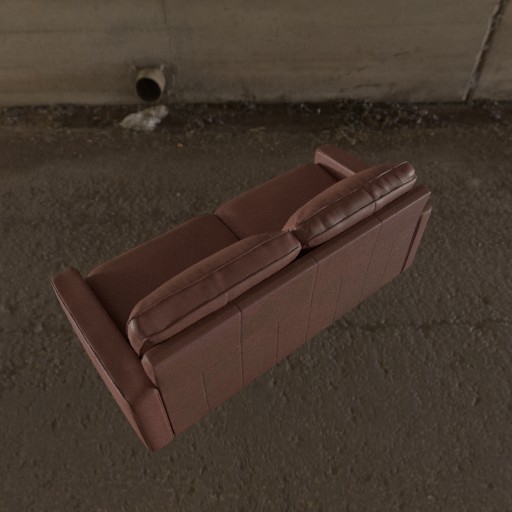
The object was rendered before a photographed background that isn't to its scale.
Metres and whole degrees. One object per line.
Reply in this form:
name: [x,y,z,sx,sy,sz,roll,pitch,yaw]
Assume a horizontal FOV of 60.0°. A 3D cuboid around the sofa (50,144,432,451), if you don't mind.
sofa: [0.000,0.000,2.598,2.080,0.919,0.940,-30,54,-25]
